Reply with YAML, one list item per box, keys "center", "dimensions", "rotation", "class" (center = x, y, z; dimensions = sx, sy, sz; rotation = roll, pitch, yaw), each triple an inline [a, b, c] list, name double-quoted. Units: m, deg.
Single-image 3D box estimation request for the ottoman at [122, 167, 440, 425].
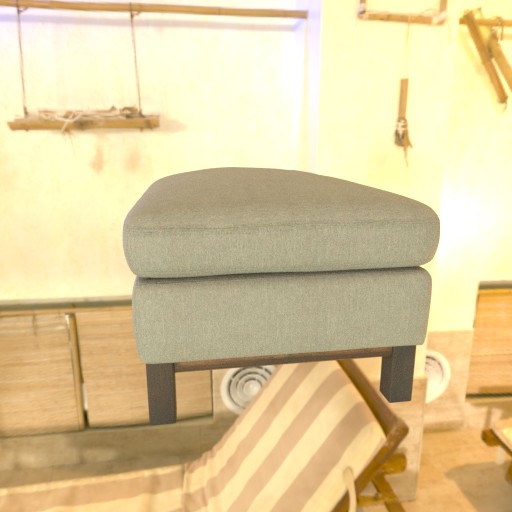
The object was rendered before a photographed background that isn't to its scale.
- center: [0.000, 0.000, 1.046]
  dimensions: [0.528, 0.404, 0.735]
  rotation: [-2, 14, -9]
  class: "ottoman"
